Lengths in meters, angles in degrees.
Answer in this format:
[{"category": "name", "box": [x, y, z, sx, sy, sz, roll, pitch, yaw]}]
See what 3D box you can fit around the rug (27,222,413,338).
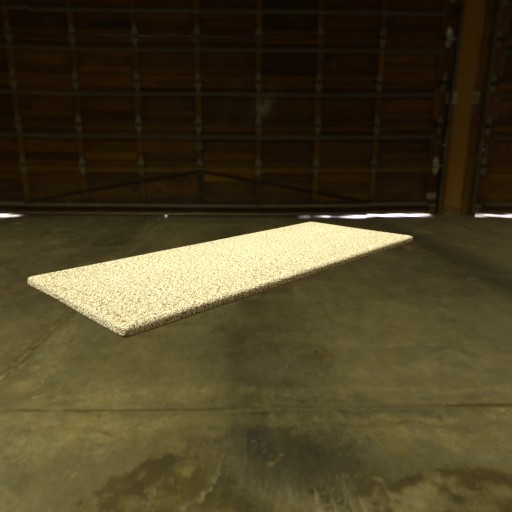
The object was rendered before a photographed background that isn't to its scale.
[{"category": "rug", "box": [0.000, 0.000, 1.769, 0.609, 0.030, 1.524, 13, 19, 42]}]
